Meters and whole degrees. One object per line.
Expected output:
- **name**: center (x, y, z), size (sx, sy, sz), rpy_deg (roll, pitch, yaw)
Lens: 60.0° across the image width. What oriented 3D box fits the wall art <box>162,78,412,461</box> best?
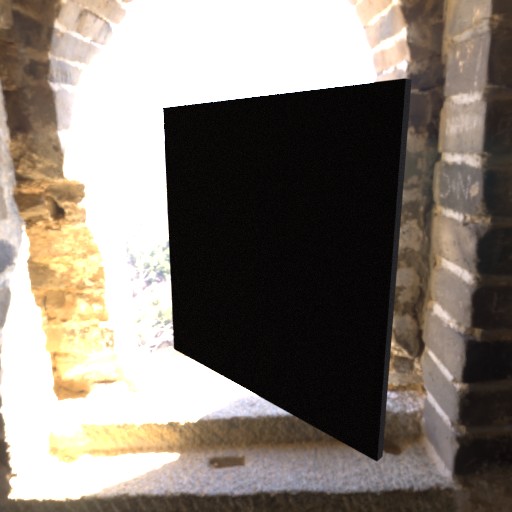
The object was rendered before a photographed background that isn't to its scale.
- **wall art**: center (0.000, 0.000, 0.674), size (0.013, 0.458, 0.456), rpy_deg (-13, 19, -43)
